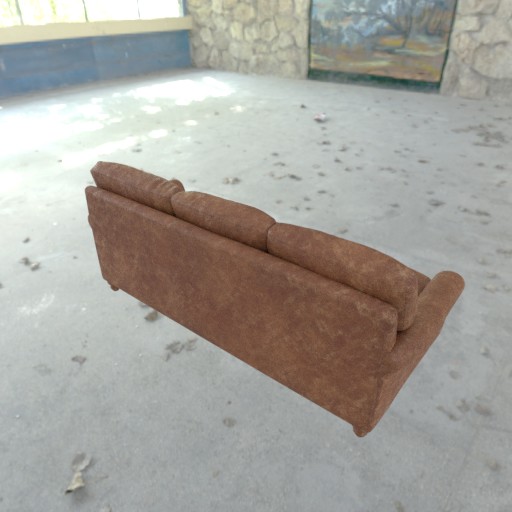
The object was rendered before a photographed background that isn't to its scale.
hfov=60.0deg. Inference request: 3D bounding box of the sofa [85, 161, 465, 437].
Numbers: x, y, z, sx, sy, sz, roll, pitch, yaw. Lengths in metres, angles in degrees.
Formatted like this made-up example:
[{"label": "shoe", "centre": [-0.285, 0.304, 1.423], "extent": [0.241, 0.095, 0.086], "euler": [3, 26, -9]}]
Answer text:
[{"label": "sofa", "centre": [0.000, 0.000, 2.819], "extent": [2.351, 0.977, 0.973], "euler": [22, 37, 33]}]
